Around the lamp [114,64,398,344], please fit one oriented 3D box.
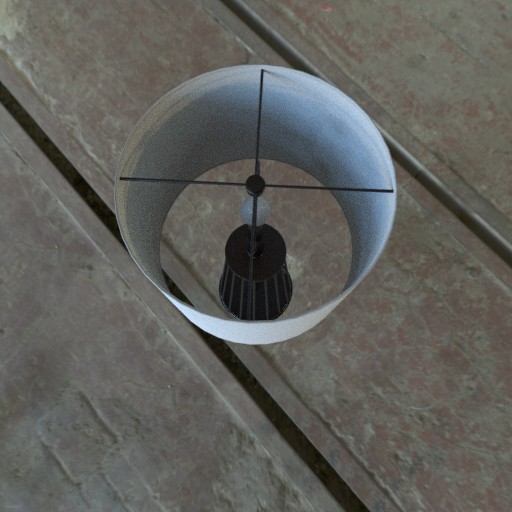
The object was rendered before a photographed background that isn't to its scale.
[{"bbox_3d":[0.000,0.000,0.788,0.322,0.593,0.322,3,74,1],"label":"lamp"}]
